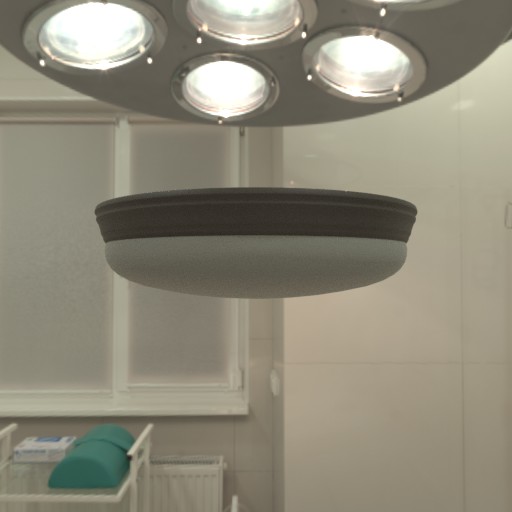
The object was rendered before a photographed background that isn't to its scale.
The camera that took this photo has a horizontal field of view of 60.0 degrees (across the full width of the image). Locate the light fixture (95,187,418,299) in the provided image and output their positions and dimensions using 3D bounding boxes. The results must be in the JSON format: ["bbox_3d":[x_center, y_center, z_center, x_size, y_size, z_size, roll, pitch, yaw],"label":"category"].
[{"bbox_3d":[0.000,0.000,0.536,0.368,0.100,0.368,0,-2,0],"label":"light fixture"}]
